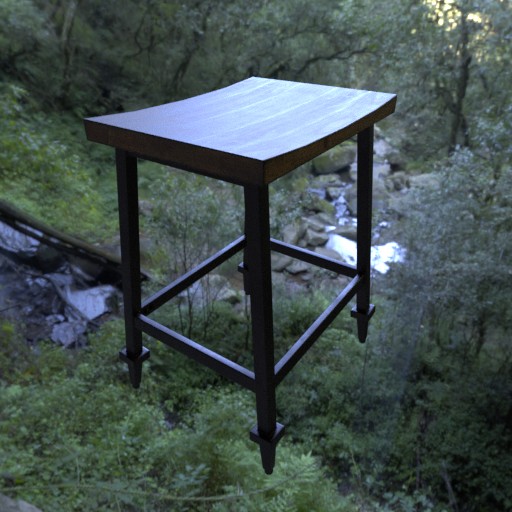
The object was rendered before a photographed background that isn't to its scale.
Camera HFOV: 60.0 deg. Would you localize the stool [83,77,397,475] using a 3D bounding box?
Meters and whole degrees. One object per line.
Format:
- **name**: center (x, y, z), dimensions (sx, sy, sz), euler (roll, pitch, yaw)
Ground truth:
- **stool**: center (0.000, 0.000, 0.948), dimensions (0.405, 0.625, 0.486), euler (20, 37, 29)
